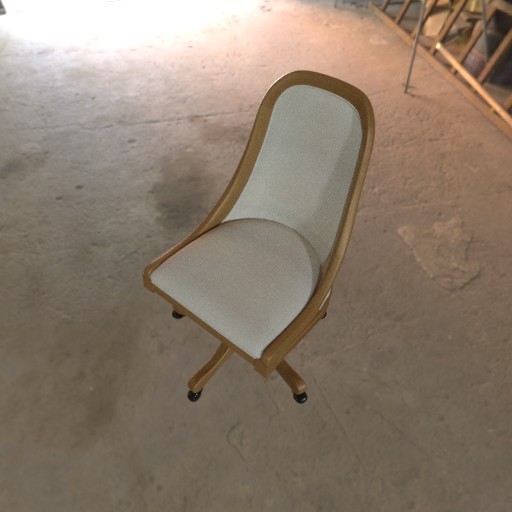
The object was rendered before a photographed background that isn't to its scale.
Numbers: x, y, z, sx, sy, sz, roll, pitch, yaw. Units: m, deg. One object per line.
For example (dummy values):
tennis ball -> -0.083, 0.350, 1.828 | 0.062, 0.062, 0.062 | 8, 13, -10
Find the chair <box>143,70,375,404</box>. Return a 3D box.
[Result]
chair -> 0.000, 0.000, 1.563 | 0.702, 1.009, 0.811 | 31, 55, 25
